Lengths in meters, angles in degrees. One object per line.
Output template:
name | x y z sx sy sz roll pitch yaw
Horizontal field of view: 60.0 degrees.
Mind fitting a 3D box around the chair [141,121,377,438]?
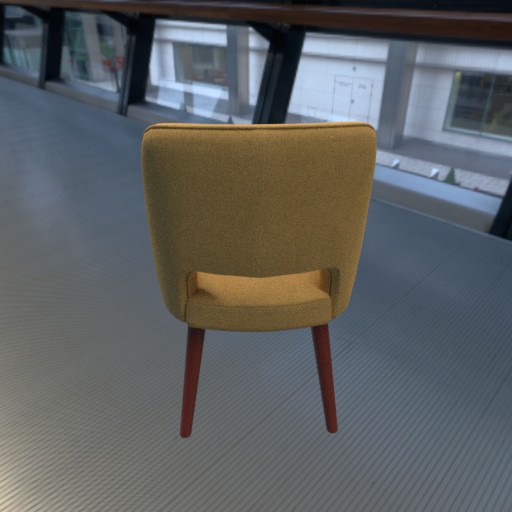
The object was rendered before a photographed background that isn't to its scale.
chair | 0.000 0.000 1.218 0.548 0.849 0.605 -1 30 -2
